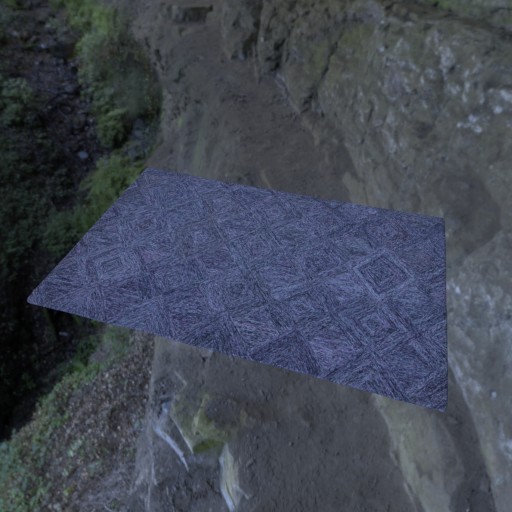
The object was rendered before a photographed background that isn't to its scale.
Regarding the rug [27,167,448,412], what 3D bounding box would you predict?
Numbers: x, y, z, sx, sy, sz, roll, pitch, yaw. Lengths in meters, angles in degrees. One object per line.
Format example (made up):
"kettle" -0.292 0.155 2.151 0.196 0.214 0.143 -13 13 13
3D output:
"rug" 0.000 0.000 2.140 1.752 0.013 1.158 12 44 12
